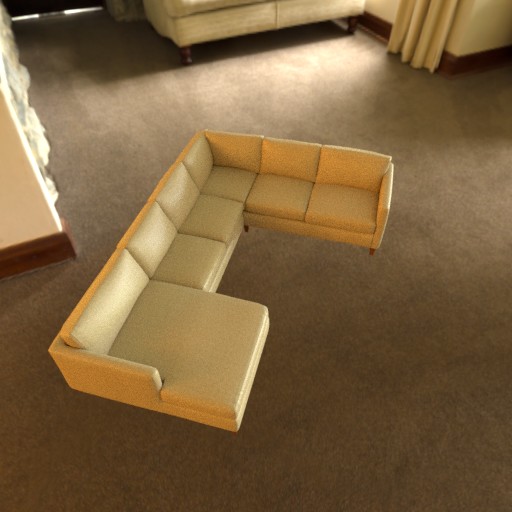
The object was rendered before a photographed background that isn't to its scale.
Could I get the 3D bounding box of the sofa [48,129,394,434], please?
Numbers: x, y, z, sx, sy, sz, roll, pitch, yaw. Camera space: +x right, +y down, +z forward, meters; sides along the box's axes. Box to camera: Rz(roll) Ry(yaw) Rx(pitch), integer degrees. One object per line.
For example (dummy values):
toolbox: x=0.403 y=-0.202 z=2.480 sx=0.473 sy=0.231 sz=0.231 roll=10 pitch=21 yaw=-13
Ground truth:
sofa: x=0.000 y=0.000 z=4.647 sx=2.594 sy=0.961 sz=3.460 roll=11 pitch=47 yaw=10
